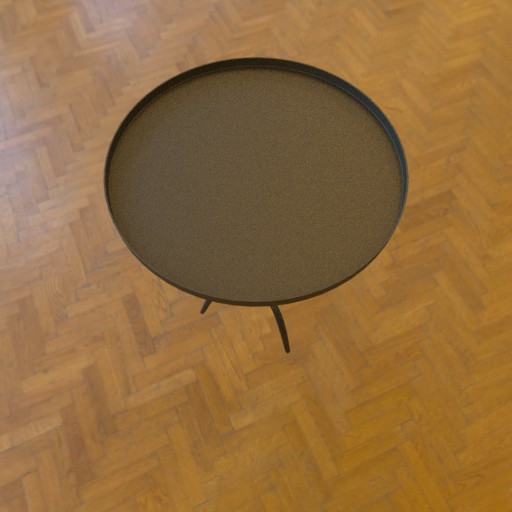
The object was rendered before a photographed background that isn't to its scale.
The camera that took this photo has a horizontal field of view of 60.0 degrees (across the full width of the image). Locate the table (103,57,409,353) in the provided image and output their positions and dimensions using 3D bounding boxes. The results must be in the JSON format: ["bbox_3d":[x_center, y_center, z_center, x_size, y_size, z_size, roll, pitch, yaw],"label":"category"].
[{"bbox_3d":[0.000,0.000,1.049,0.502,0.700,0.502,17,64,9],"label":"table"}]
